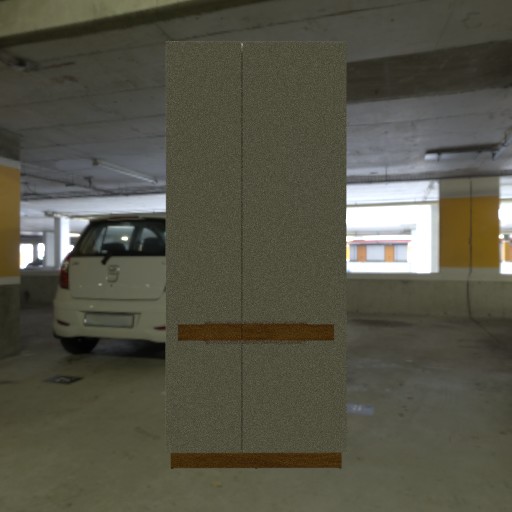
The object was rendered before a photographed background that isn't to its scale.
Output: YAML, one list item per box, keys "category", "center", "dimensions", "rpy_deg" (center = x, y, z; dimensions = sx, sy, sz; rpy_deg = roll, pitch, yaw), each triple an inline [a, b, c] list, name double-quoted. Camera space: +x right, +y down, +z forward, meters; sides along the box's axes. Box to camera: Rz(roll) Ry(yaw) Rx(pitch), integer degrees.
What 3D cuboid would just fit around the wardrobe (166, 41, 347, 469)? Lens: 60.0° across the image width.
- category: "wardrobe"
  center: [0.000, 0.000, 2.408]
  dimensions: [0.860, 2.040, 0.600]
  rpy_deg: [0, 0, 0]
